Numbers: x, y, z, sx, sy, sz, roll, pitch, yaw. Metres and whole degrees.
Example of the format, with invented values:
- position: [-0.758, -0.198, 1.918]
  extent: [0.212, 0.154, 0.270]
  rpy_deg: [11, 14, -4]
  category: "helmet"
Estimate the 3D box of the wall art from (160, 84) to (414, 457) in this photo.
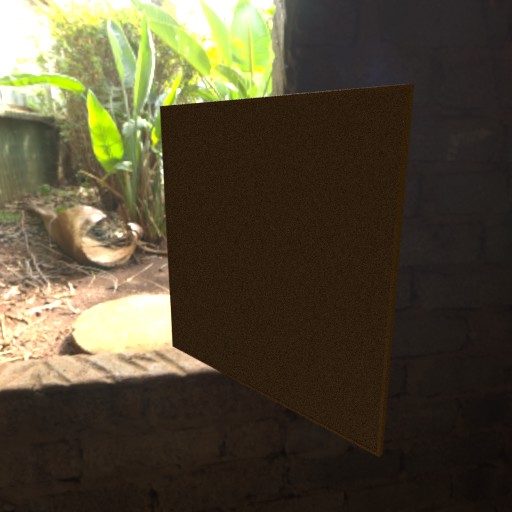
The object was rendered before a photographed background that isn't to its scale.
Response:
- position: [0.000, 0.000, 0.972]
  extent: [0.657, 0.655, 0.014]
  rpy_deg: [14, 20, 42]
  category: "wall art"
